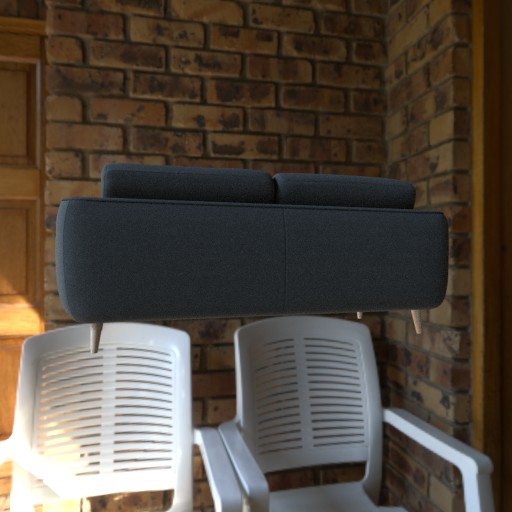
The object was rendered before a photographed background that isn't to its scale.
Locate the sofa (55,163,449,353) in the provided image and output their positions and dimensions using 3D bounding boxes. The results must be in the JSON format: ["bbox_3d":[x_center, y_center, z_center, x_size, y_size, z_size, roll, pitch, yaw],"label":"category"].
[{"bbox_3d":[0.000,0.000,2.480,2.000,0.850,0.920,0,0,-17],"label":"sofa"}]
